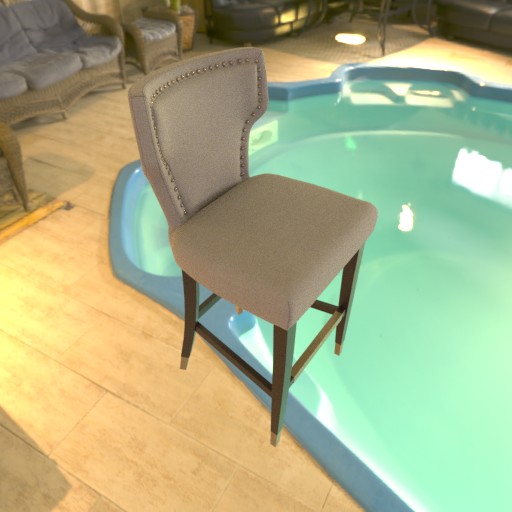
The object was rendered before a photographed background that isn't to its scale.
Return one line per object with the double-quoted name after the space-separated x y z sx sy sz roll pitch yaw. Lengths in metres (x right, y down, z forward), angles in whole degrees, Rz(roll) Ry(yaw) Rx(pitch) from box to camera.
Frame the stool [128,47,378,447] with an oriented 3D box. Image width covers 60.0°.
0.000 0.000 1.398 0.563 1.092 0.526 24 45 26 "stool"
